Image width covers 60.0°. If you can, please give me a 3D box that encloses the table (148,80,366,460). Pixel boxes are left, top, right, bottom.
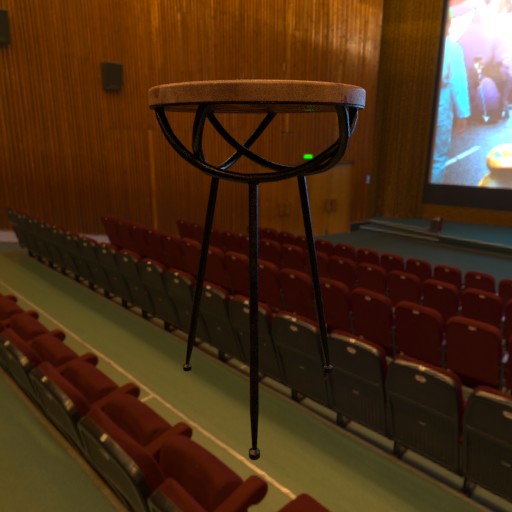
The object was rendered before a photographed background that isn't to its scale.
[{"bbox_3d":[0.000,0.000,0.950,0.418,0.664,0.414,15,22,42],"label":"table"}]
